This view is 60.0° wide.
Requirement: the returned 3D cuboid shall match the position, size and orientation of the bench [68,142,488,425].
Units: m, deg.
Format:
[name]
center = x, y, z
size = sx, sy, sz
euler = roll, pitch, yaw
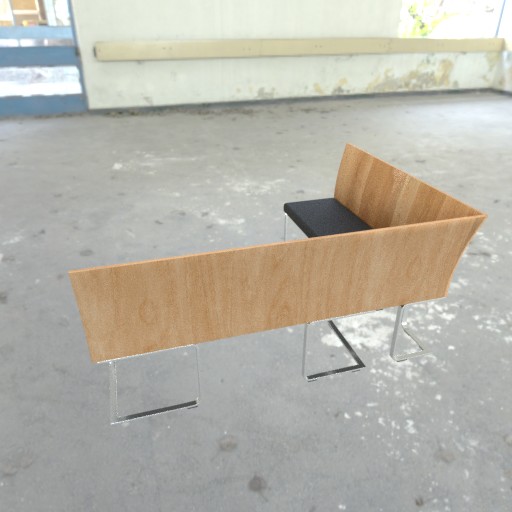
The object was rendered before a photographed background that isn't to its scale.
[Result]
[bench]
center = 0.000, 0.000, 2.789
size = 1.945, 0.930, 1.495
euler = -8, 29, -15
